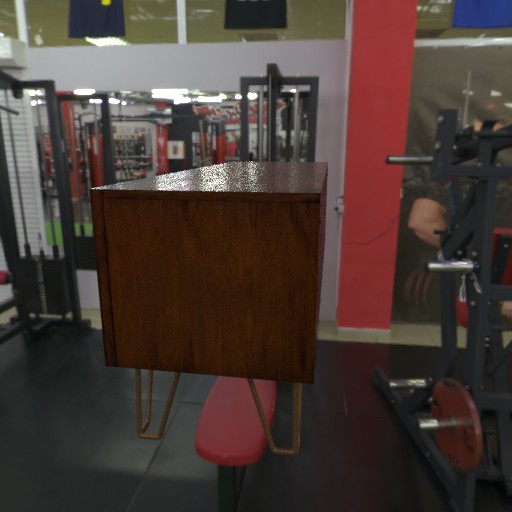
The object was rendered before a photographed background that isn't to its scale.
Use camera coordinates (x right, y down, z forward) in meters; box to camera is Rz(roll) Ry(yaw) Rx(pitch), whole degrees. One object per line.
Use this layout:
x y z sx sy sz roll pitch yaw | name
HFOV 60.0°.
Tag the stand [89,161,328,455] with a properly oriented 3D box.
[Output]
0.000 0.000 1.599 0.481 0.610 1.372 2 15 9 | stand
